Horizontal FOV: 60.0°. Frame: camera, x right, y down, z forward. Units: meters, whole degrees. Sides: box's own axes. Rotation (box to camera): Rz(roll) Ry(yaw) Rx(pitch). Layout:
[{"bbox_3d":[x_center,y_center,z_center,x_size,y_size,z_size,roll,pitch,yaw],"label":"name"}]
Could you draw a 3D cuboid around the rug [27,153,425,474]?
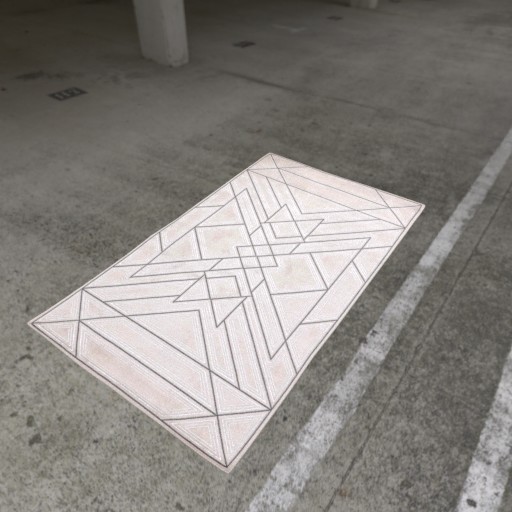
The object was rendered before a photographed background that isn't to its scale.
[{"bbox_3d":[0.000,0.000,1.040,0.511,0.008,0.869,25,47,26],"label":"rug"}]
